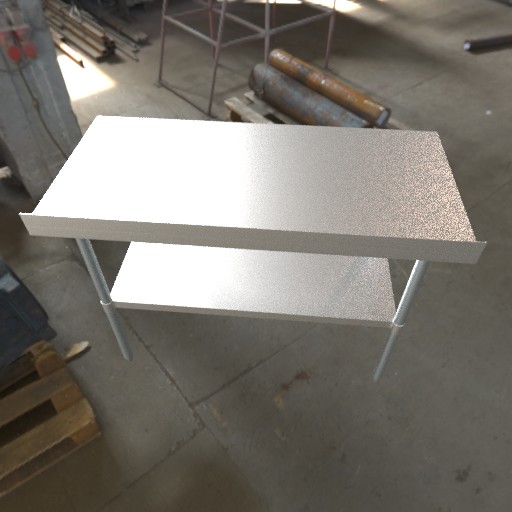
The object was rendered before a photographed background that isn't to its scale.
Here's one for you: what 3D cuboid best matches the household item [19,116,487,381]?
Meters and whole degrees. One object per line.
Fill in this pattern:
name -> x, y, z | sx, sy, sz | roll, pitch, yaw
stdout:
household item -> 0.000, 0.000, 1.667 | 1.219, 0.851, 0.610 | 4, 47, 4
